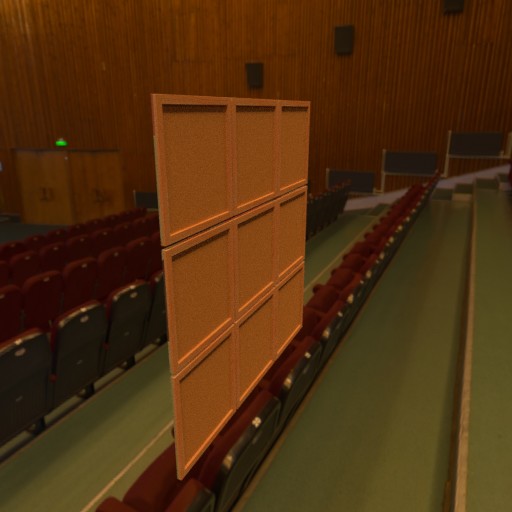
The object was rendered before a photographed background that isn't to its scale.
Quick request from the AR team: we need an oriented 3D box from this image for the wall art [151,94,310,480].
[{"bbox_3d":[0.000,0.000,1.362,0.012,0.910,0.911,8,20,24],"label":"wall art"}]
